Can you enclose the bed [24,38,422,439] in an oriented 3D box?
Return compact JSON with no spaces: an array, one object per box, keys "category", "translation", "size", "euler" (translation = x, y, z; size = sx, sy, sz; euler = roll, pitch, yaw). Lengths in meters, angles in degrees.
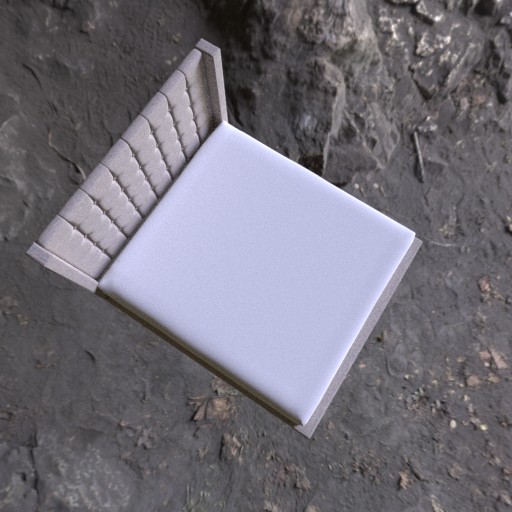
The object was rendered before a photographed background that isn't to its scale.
[{"category":"bed","translation":[0.000,0.000,3.810],"size":[2.372,1.748,2.044],"euler":[32,77,8]}]
